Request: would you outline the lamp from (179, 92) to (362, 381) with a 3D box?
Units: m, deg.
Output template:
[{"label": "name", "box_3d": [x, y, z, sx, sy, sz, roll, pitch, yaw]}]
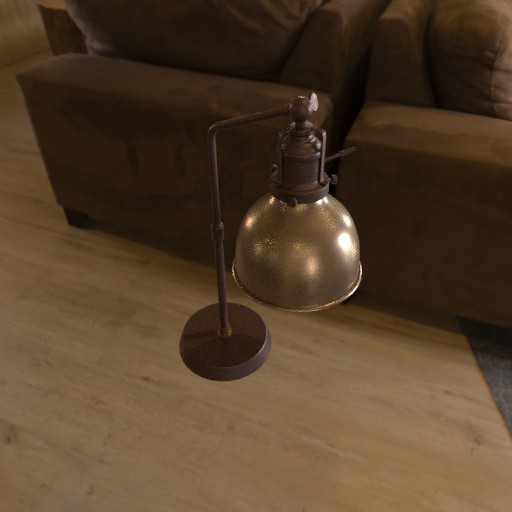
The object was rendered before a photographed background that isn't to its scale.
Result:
[{"label": "lamp", "box_3d": [0.000, 0.000, 0.621, 0.298, 0.469, 0.175, 26, 47, 28]}]
